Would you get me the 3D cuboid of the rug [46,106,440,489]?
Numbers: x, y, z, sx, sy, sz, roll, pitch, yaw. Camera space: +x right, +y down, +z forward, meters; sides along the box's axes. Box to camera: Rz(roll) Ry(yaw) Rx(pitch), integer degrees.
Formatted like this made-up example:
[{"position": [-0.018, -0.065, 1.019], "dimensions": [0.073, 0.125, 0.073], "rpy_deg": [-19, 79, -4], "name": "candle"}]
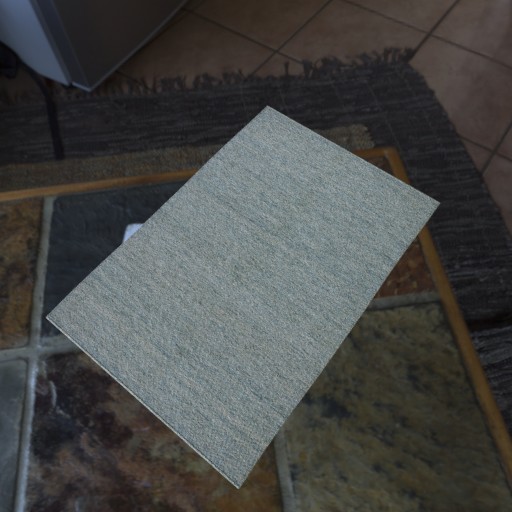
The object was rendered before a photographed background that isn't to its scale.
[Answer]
[{"position": [0.000, 0.000, 2.953], "dimensions": [1.547, 0.013, 2.283], "rpy_deg": [35, 68, 16], "name": "rug"}]
